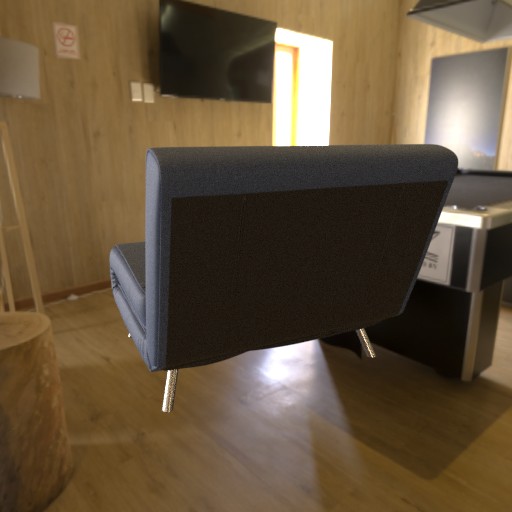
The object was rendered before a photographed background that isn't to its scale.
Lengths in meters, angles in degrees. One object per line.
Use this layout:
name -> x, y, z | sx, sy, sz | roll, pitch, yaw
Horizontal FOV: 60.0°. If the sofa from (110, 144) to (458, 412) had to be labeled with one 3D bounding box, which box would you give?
sofa -> 0.000, 0.000, 1.742 | 0.999, 0.860, 0.996 | -7, 17, -25
